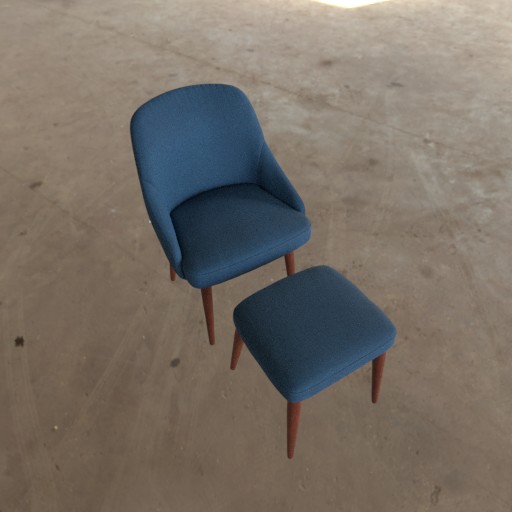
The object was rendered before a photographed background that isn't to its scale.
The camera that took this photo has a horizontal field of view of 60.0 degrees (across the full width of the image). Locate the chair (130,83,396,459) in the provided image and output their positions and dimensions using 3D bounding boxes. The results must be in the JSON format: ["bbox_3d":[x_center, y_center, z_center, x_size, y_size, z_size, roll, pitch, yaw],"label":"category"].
[{"bbox_3d":[0.000,0.000,1.655,0.584,0.866,1.114,-24,50,-22],"label":"chair"}]
